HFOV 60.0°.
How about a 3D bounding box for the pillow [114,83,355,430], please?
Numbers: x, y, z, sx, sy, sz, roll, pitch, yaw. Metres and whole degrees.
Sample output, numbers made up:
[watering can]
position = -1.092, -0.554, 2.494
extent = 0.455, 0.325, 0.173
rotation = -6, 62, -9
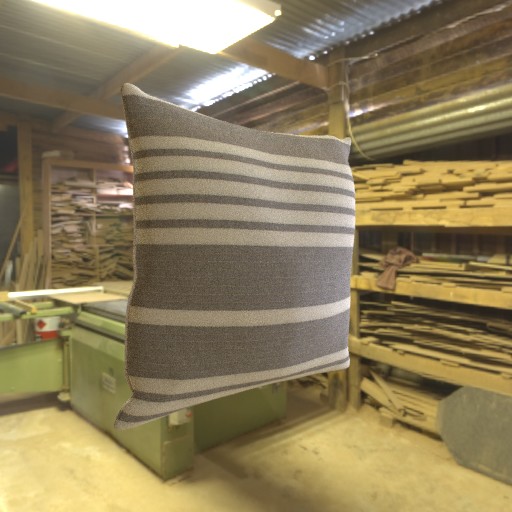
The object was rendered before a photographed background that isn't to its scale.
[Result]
[pillow]
position = 0.000, 0.000, 0.683
extent = 0.439, 0.440, 0.182
rotation = -1, 2, -37
